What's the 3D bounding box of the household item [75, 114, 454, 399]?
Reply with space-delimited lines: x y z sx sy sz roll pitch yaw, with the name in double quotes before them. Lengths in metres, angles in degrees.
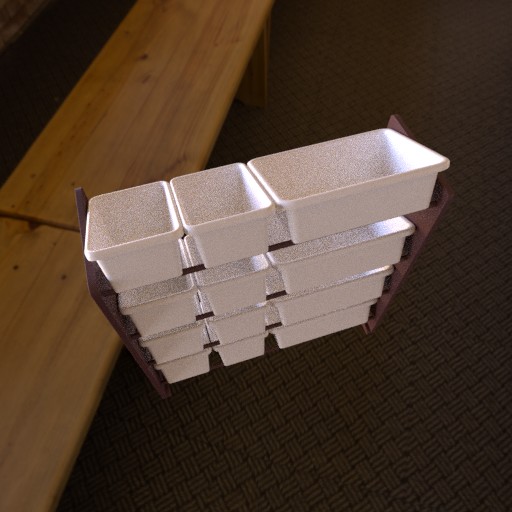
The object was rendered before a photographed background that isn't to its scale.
"household item" 0.000 0.000 1.295 0.787 0.864 0.389 -15 59 -9
